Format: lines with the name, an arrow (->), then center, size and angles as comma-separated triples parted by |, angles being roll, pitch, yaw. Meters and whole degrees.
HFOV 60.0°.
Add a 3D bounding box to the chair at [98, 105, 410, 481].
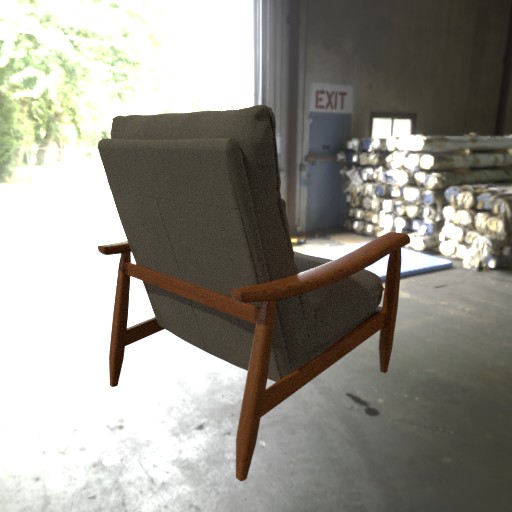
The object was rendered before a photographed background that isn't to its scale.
chair -> 0.000, 0.000, 1.513 | 0.782, 0.922, 0.816 | 14, 20, 42
